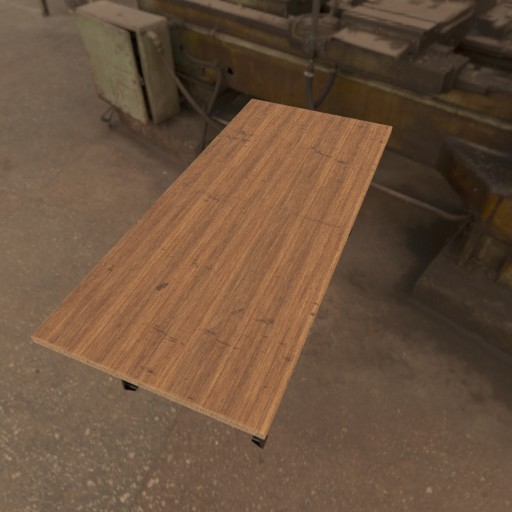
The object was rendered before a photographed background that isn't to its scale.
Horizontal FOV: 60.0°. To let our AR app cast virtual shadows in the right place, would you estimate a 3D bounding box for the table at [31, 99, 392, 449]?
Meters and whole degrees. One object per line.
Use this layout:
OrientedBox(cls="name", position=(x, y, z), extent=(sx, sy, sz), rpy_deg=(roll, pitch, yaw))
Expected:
OrientedBox(cls="table", position=(0.000, 0.000, 2.587), extent=(1.000, 0.757, 2.200), rpy_deg=(17, 48, 16))
